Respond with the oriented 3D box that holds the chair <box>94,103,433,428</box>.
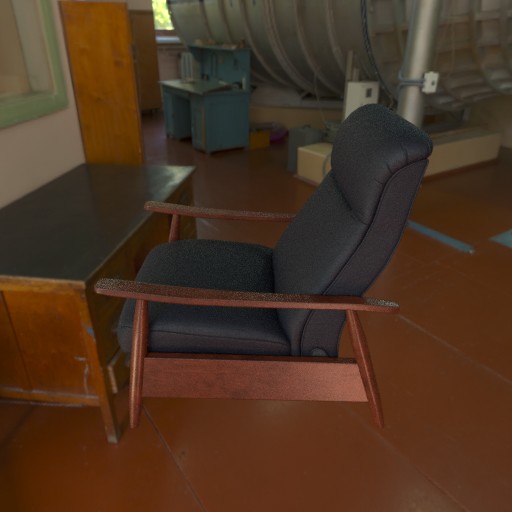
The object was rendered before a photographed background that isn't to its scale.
[{"bbox_3d":[0.000,0.000,1.748,1.014,1.082,0.762,0,28,0],"label":"chair"}]
